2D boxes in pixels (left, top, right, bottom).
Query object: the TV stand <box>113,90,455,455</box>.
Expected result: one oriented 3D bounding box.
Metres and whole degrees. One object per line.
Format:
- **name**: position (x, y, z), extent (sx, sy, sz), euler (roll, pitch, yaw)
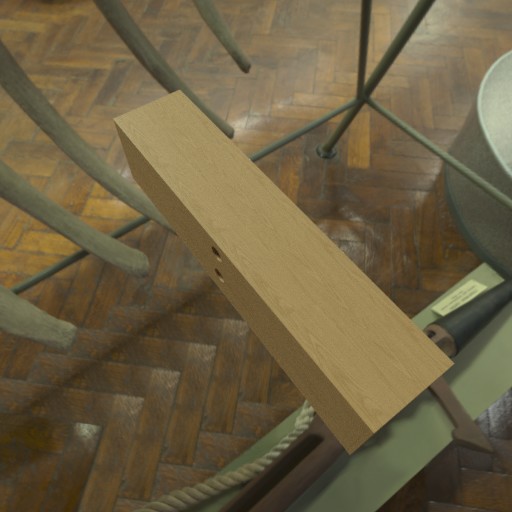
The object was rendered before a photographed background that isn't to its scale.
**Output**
- **TV stand**: position (0.000, 0.000, 2.041), extent (0.400, 0.580, 1.760), euler (-32, 63, -19)
